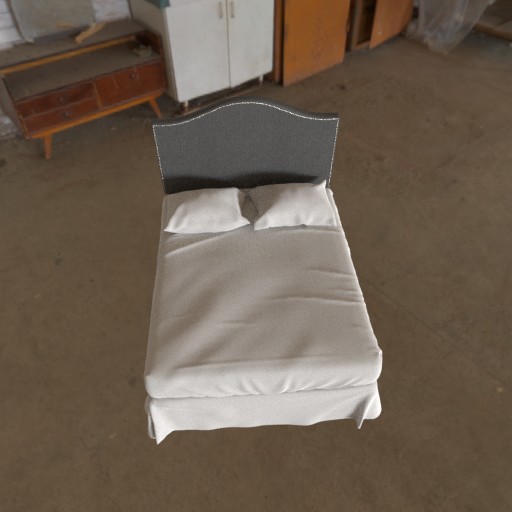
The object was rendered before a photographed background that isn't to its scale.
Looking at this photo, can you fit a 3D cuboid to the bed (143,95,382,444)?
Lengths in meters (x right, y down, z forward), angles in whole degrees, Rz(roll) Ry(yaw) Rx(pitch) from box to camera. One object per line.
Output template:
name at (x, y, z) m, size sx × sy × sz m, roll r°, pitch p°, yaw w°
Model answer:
bed at (0.000, 0.000, 3.502) m, size 1.876 × 1.645 × 2.221 m, roll -3°, pitch 47°, yaw -3°
